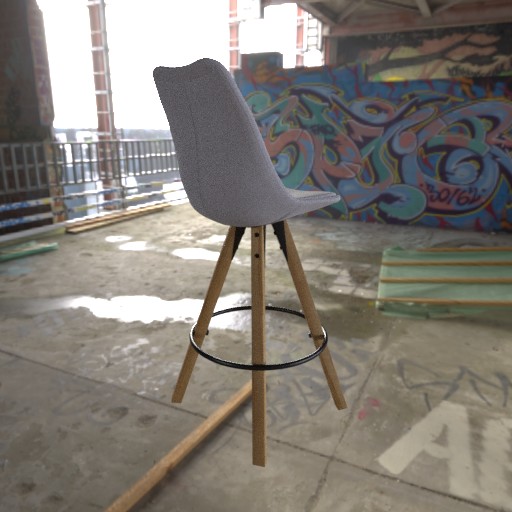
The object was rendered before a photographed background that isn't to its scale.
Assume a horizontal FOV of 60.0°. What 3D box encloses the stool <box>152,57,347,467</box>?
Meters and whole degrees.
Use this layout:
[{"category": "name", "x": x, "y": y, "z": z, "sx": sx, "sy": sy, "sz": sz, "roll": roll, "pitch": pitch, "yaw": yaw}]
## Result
[{"category": "stool", "x": 0.000, "y": 0.000, "z": 1.437, "sx": 0.550, "sy": 1.115, "sz": 0.484, "roll": -15, "pitch": 22, "yaw": -42}]
